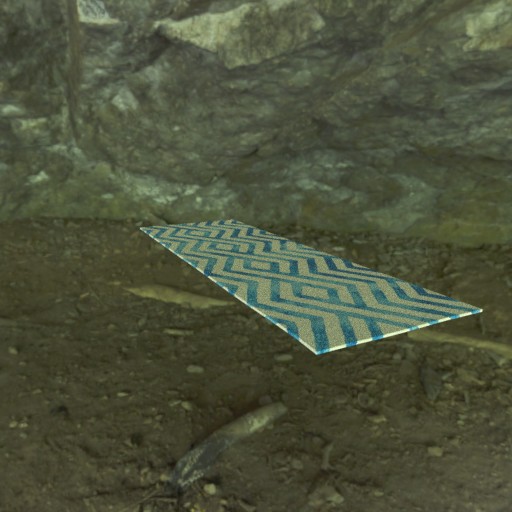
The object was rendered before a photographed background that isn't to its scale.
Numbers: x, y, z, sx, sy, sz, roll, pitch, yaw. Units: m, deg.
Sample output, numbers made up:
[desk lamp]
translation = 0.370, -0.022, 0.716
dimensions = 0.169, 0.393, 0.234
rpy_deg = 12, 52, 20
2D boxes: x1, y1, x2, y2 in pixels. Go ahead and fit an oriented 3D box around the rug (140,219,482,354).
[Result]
[rug]
translation = 0.000, 0.000, 1.633
dimensions = 0.503, 0.007, 1.492
rpy_deg = -7, 16, -27
